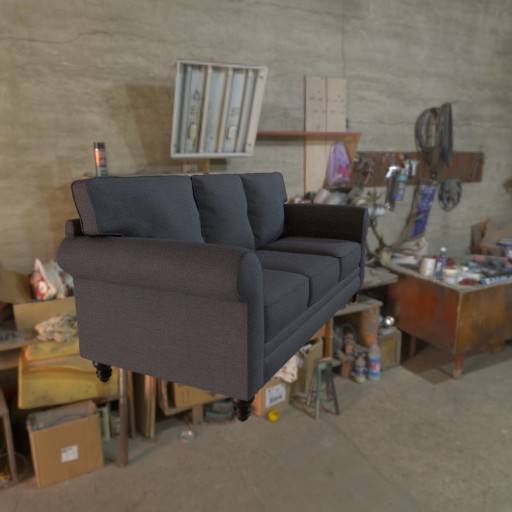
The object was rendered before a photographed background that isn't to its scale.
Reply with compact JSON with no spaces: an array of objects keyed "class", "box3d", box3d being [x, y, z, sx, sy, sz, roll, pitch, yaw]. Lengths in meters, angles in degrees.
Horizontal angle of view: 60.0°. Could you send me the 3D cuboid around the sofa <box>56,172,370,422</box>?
[{"class":"sofa","box3d":[0.000,0.000,2.634,0.909,0.966,2.084,6,13,26]}]
